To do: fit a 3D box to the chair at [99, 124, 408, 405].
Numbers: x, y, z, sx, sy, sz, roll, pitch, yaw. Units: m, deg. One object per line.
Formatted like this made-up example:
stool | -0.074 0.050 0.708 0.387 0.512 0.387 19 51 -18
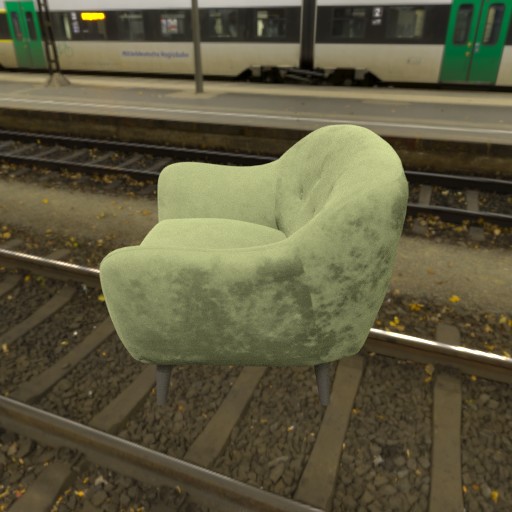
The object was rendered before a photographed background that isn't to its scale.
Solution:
chair | 0.000 0.000 1.523 0.819 0.804 0.840 0 27 0
